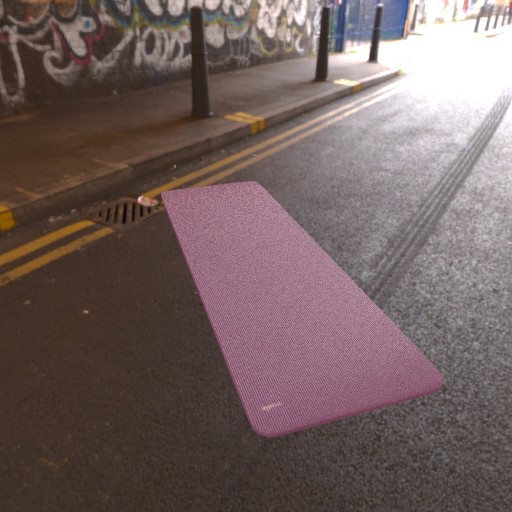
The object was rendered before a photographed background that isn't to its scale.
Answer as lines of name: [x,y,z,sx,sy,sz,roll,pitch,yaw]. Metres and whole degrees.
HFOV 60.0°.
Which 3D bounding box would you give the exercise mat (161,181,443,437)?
exercise mat: [0.000,0.000,2.020,0.616,0.021,1.869,-9,31,-16]
